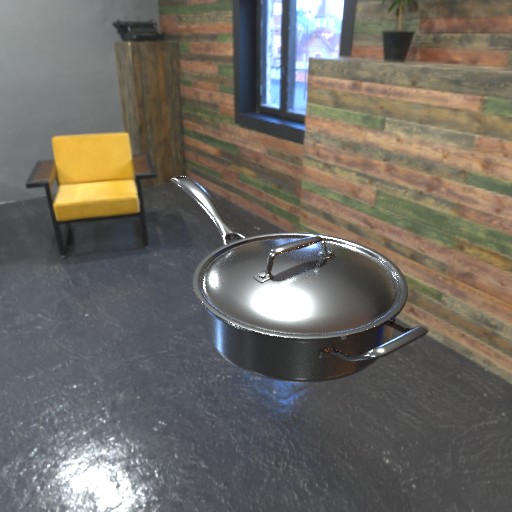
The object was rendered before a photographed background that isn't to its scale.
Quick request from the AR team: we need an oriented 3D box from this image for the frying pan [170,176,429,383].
[{"bbox_3d":[0.000,0.000,0.589,0.245,0.111,0.492,-17,31,-30],"label":"frying pan"}]
